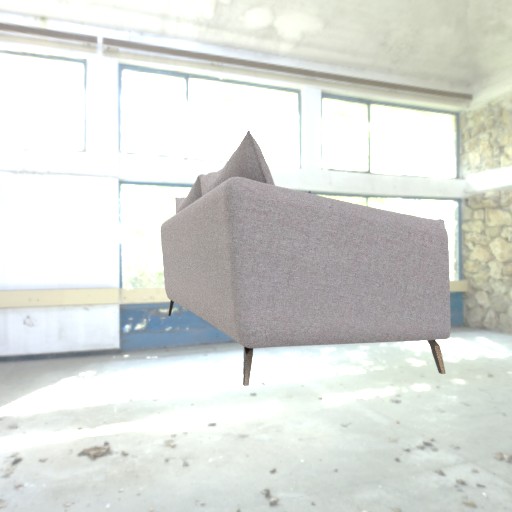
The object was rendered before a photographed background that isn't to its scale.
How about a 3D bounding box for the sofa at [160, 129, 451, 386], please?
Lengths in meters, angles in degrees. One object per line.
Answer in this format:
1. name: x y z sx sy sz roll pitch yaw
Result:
1. sofa: 0.000 0.000 2.370 0.809 0.833 2.022 0 -1 -19
